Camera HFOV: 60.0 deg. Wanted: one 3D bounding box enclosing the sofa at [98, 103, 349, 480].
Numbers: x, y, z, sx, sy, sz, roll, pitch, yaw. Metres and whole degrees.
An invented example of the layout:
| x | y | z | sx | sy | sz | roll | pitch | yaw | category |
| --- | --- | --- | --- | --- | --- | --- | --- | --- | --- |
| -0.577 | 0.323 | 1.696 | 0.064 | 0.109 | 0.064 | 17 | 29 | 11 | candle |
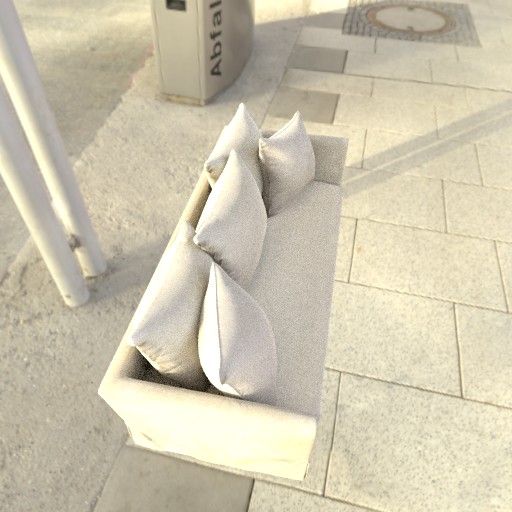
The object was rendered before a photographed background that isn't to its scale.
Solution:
| x | y | z | sx | sy | sz | roll | pitch | yaw | category |
| --- | --- | --- | --- | --- | --- | --- | --- | --- | --- |
| 0.000 | 0.000 | 2.797 | 1.031 | 1.034 | 2.290 | 8 | 47 | 8 | sofa |
